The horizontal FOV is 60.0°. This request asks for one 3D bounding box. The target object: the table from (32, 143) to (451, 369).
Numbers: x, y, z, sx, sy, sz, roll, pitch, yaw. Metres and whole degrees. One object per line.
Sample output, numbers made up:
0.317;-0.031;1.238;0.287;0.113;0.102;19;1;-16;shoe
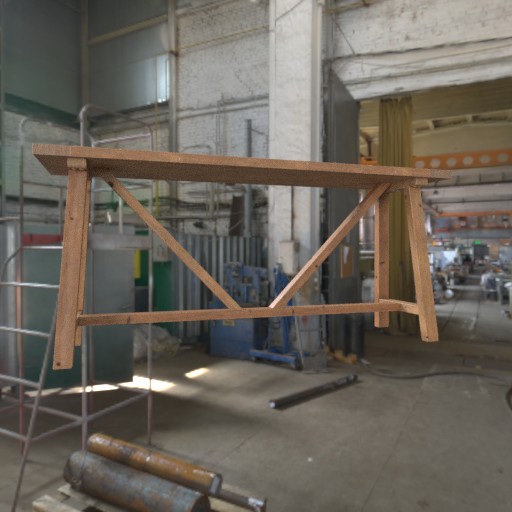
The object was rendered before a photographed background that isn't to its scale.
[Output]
0.000;0.000;2.061;1.800;0.810;0.465;0;1;-17;table
